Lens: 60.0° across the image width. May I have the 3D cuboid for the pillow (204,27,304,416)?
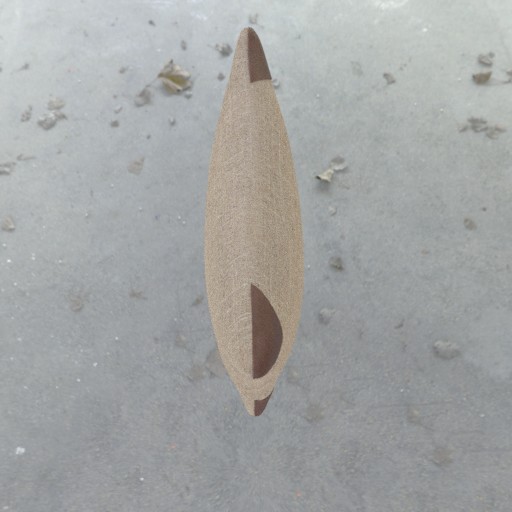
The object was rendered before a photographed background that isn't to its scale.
[{"bbox_3d":[0.000,0.000,0.659,0.147,0.448,0.437,-2,64,-1],"label":"pillow"}]
